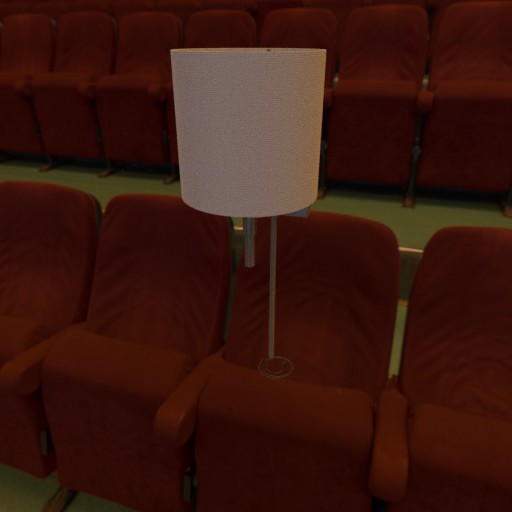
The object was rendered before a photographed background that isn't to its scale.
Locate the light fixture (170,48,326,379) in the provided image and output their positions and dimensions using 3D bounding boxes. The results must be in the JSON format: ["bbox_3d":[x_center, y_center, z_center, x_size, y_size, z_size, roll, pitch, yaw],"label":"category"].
[{"bbox_3d":[0.000,0.000,0.697,0.188,0.589,0.248,8,27,16],"label":"light fixture"}]
